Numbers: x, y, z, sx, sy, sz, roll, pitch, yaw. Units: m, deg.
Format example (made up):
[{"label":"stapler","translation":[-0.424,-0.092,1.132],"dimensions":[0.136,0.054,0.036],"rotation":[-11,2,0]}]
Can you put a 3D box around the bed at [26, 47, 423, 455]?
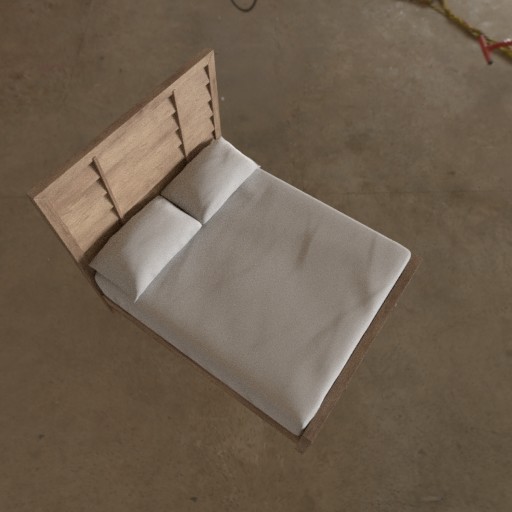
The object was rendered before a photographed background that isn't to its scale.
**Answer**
[{"label":"bed","translation":[0.000,0.000,3.213],"dimensions":[2.017,1.631,1.615],"rotation":[32,65,17]}]
